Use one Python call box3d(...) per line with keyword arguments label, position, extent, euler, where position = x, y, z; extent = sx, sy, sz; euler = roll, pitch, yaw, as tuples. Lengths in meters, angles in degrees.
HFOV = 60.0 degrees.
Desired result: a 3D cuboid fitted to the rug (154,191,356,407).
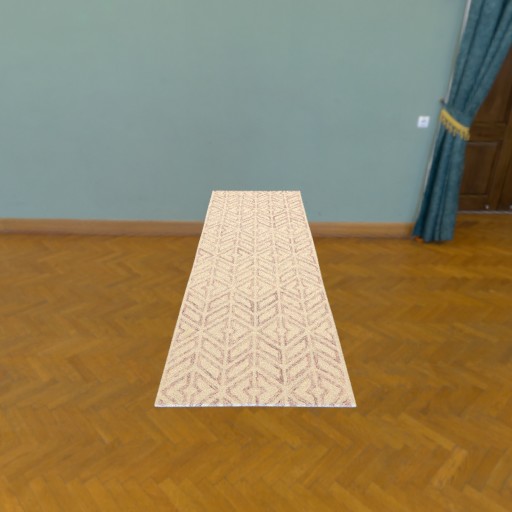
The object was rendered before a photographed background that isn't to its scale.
box3d(label="rug", position=(0.000, 0.000, 2.722), extent=(0.750, 0.009, 2.435), euler=(0, 27, 0))
